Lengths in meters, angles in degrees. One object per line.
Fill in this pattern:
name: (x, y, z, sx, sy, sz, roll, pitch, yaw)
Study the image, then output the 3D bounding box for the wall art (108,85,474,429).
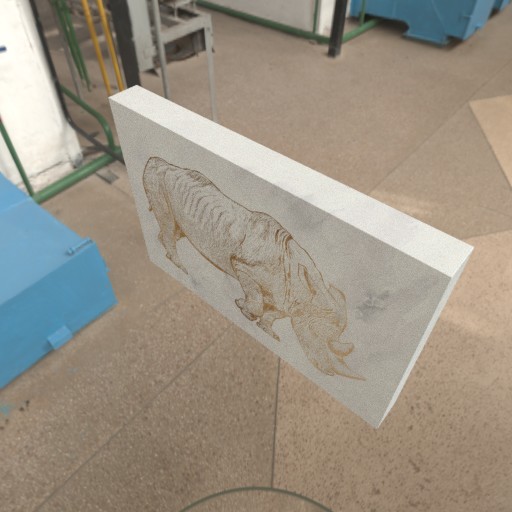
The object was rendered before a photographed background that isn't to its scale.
wall art: (0.000, 0.000, 0.485, 0.381, 0.254, 0.038, 32, 55, 27)
